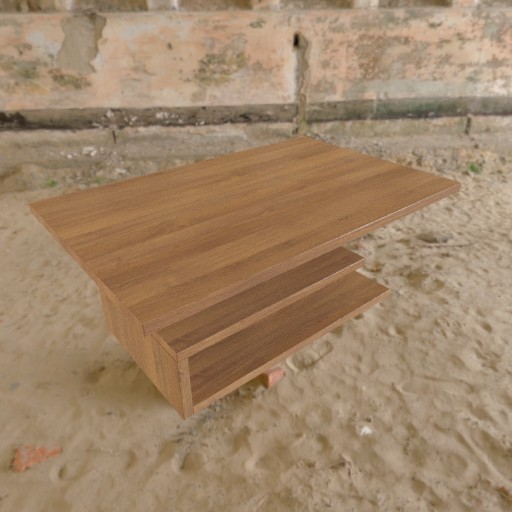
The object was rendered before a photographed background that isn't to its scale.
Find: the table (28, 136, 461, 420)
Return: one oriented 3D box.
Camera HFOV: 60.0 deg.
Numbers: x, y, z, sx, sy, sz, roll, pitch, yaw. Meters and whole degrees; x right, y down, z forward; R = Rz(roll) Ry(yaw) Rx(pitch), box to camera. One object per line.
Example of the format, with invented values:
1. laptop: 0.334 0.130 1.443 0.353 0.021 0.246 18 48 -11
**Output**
1. table: 0.000 0.000 1.437 1.100 0.442 0.700 -23 37 -33
